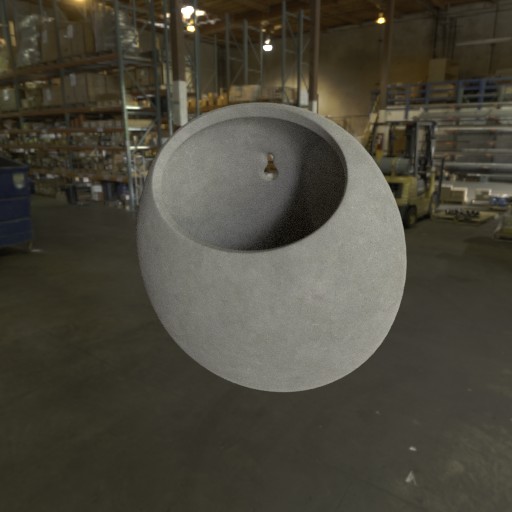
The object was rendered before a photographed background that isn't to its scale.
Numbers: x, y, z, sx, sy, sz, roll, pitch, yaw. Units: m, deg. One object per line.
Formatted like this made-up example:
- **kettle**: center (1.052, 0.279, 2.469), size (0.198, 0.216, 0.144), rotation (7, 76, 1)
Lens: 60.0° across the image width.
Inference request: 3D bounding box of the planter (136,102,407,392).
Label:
- **planter**: center (0.000, 0.000, 0.286), size (0.185, 0.188, 0.071), rotation (6, 16, 23)
